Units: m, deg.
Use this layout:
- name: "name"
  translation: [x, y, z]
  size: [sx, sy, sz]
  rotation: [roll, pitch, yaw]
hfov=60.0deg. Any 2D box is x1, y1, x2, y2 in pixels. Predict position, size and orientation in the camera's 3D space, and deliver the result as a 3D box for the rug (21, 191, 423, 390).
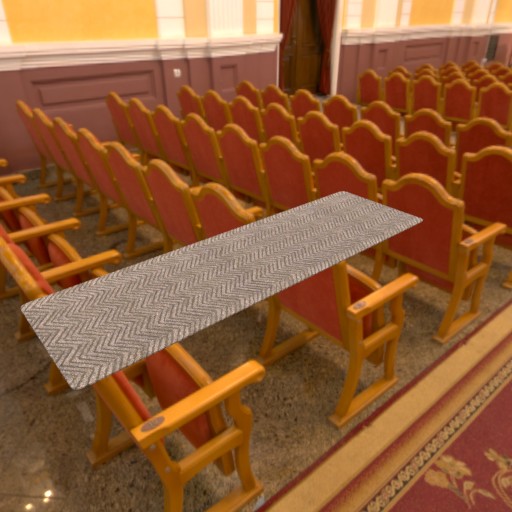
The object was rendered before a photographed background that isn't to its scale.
- name: "rug"
  translation: [0.000, 0.000, 2.461]
  size: [2.286, 0.008, 0.686]
  rotation: [-22, 36, -34]
